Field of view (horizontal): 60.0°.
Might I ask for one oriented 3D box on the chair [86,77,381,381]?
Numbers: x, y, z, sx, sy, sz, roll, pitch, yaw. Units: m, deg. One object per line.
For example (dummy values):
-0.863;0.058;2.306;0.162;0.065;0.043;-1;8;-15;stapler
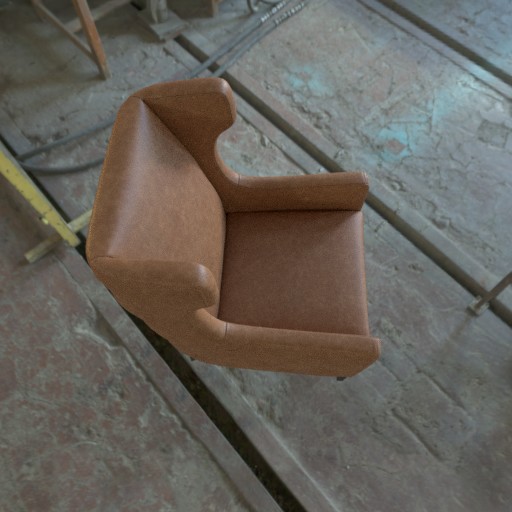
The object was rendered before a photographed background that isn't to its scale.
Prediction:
0.000;0.000;1.676;0.899;1.079;0.766;3;65;1;chair
